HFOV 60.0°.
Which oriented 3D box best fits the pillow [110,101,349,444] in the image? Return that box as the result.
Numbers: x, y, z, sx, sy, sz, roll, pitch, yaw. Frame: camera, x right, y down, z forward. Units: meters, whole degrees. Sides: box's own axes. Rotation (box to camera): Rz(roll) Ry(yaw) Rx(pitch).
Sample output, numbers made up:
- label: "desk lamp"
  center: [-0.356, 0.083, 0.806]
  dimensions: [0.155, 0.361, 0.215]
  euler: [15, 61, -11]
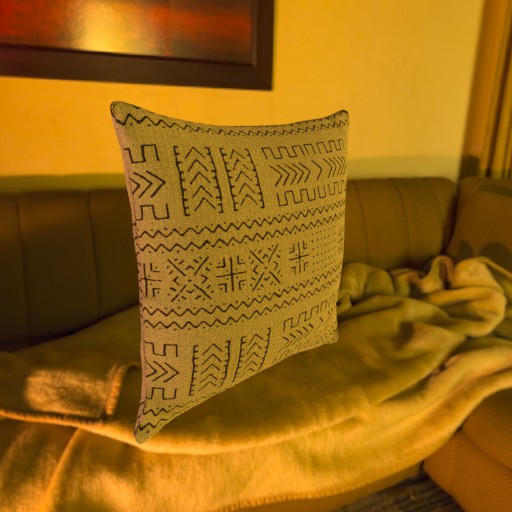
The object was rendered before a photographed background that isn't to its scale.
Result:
- label: "pillow"
  center: [0.000, 0.000, 0.663]
  dimensions: [0.438, 0.430, 0.164]
  euler: [-15, 22, -42]
